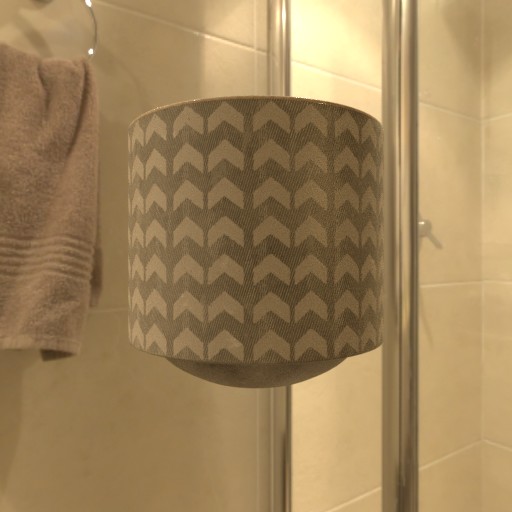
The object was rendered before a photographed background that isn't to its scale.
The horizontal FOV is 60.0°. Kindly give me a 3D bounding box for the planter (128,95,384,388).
[{"bbox_3d":[0.000,0.000,0.452,0.250,0.239,0.250,0,0,0],"label":"planter"}]
